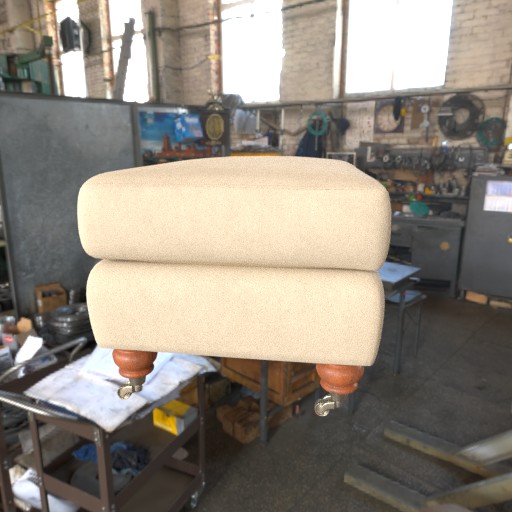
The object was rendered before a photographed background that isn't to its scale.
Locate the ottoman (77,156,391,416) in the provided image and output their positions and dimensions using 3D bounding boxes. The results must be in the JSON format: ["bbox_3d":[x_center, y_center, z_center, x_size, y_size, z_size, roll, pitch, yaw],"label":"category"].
[{"bbox_3d":[0.000,0.000,1.152,0.569,0.504,0.773,2,14,8],"label":"ottoman"}]
